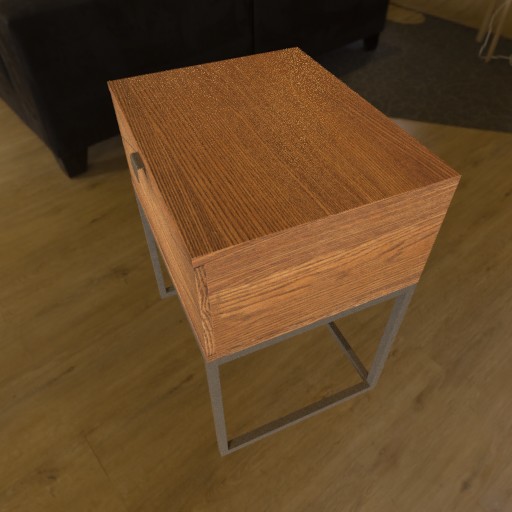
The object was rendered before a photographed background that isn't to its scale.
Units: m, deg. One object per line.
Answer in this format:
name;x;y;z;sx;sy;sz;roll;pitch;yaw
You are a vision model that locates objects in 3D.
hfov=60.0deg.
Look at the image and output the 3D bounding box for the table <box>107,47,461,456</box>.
table;0.000;0.000;0.920;0.400;0.610;0.482;-18;49;-16
